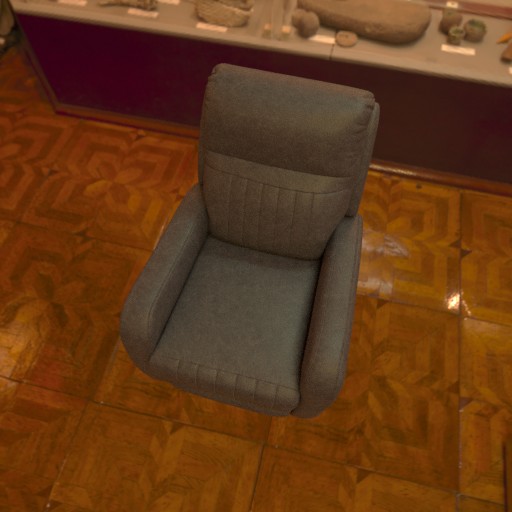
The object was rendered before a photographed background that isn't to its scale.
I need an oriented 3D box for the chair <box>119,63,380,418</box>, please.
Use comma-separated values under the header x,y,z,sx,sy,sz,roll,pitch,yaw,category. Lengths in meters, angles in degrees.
x,y,z,sx,sy,sz,roll,pitch,yaw,category
0.000,0.000,1.816,0.865,1.067,1.067,13,60,8,chair
